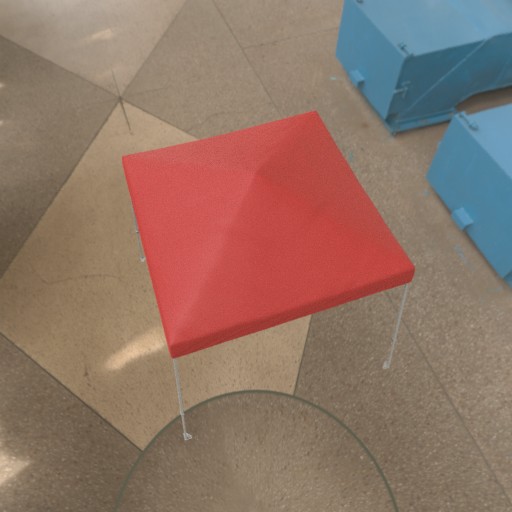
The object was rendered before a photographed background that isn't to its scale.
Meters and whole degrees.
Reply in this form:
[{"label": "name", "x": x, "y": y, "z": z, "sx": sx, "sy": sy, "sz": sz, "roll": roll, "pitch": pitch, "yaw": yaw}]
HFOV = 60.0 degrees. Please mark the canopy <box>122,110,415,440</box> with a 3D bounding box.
[{"label": "canopy", "x": 0.000, "y": 0.000, "z": 6.677, "sx": 3.600, "sy": 3.600, "sz": 3.599, "roll": -16, "pitch": 59, "yaw": -10}]
